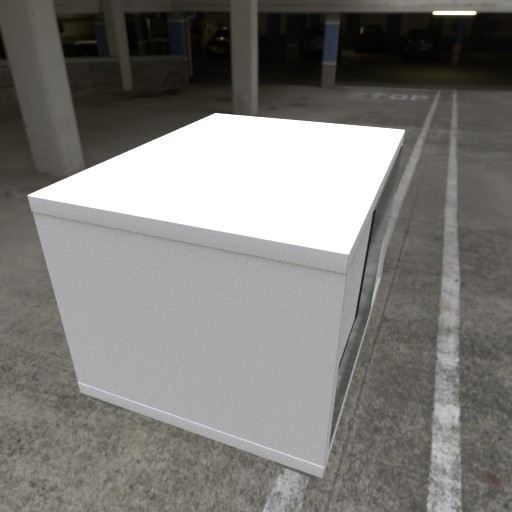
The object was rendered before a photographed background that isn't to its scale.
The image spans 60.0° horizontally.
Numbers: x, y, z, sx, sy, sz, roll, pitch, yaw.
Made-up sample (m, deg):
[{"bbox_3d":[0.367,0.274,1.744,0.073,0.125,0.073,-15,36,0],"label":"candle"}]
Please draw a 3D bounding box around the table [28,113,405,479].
[{"bbox_3d":[0.000,0.000,0.776,0.399,0.357,0.517,11,31,19],"label":"table"}]
